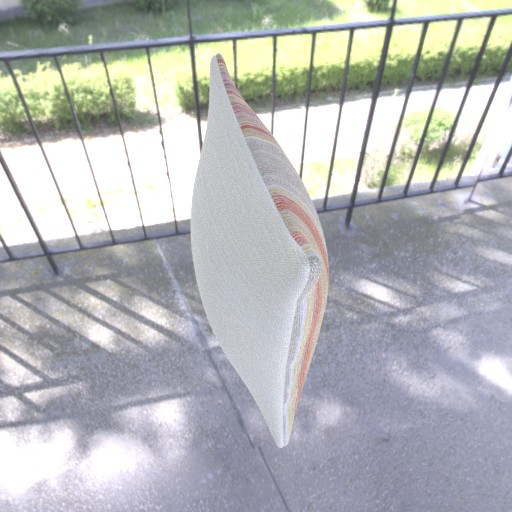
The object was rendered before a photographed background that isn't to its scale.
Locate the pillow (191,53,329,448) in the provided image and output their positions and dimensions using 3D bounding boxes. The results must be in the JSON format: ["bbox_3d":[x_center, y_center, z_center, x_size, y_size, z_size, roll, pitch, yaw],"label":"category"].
[{"bbox_3d":[0.000,0.000,0.681,0.191,0.449,0.451,-10,48,-10],"label":"pillow"}]
